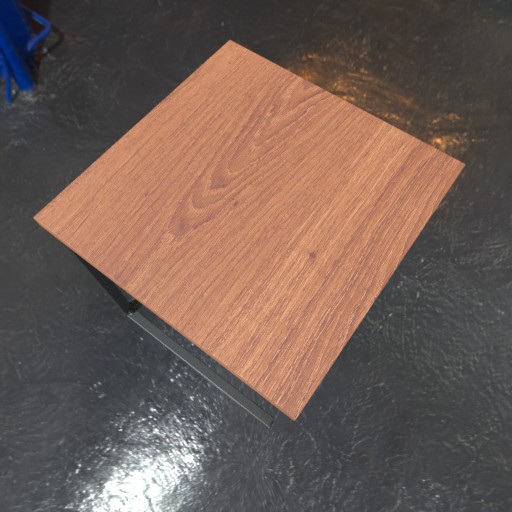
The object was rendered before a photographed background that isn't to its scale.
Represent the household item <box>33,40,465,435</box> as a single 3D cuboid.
[{"bbox_3d":[0.000,0.000,0.755,0.400,0.400,0.400,34,69,15],"label":"household item"}]
